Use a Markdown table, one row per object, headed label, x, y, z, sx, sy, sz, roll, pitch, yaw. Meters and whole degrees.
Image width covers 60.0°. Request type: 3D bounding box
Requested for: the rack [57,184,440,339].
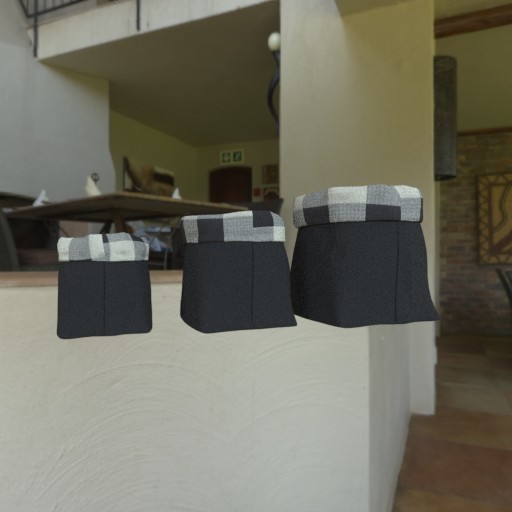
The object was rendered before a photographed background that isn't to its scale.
| label | x | y | z | sx | sy | sz | roll | pitch | yaw |
| --- | --- | --- | --- | --- | --- | --- | --- | --- | --- |
| rack | 0.000 | 0.000 | 1.080 | 0.889 | 0.329 | 0.370 | 0 | 0 | -18 |
